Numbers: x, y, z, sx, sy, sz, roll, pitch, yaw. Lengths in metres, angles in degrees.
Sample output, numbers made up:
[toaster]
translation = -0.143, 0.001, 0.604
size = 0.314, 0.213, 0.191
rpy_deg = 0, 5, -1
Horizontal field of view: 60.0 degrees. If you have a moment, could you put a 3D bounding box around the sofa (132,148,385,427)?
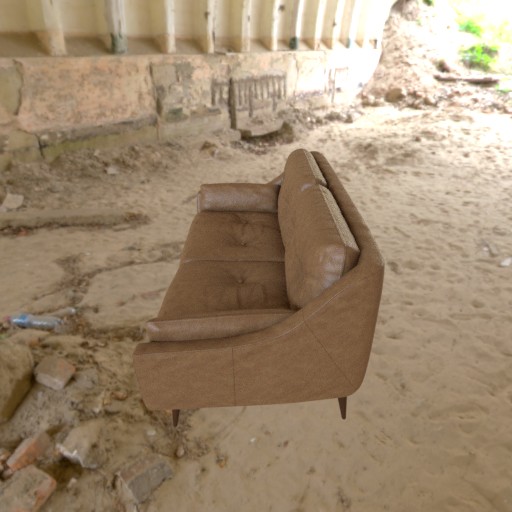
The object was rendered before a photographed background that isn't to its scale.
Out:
[sofa]
translation = 0.000, 0.000, 2.399
size = 0.904, 0.839, 1.902
rpy_deg = 0, 25, 0
